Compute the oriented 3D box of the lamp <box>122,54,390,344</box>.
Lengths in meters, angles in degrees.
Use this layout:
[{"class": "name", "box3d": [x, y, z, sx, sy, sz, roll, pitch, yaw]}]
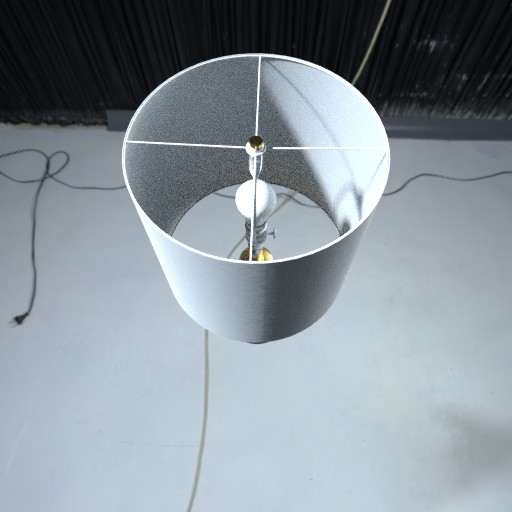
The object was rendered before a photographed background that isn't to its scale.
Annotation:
[{"class": "lamp", "box3d": [0.000, 0.000, 0.767, 0.308, 0.580, 0.308, 2, 63, 1]}]
